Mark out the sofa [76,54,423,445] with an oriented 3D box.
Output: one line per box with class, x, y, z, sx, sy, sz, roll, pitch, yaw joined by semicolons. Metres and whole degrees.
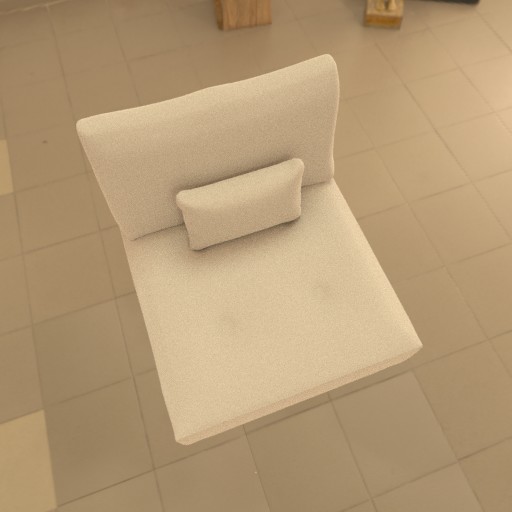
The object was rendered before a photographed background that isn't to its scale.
sofa;0.000;0.000;1.636;0.935;0.828;1.000;-18;65;-9
